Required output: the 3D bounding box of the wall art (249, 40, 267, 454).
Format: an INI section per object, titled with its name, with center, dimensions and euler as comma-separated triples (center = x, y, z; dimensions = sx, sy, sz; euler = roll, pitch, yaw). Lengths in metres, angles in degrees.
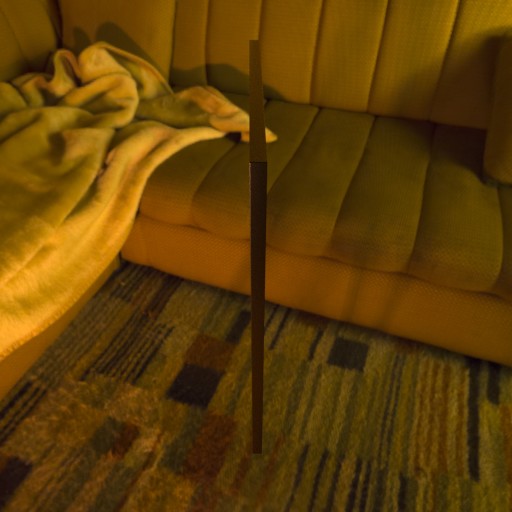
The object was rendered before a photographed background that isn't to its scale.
[wall art]
center = 0.000, 0.000, 0.564
dimensions = 0.013, 0.432, 0.304
euler = 0, 41, 0
